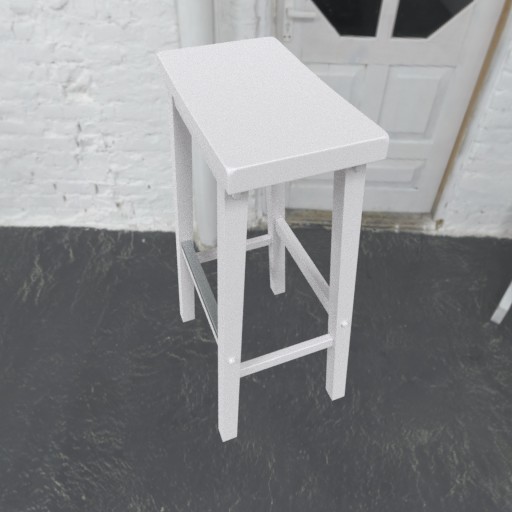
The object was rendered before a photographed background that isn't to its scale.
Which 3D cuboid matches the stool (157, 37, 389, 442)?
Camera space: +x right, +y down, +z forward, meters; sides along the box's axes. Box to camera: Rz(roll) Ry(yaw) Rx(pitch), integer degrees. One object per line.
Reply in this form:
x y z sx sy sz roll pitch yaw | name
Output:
0.000 0.000 0.954 0.322 0.742 0.406 -15 47 -15 | stool
